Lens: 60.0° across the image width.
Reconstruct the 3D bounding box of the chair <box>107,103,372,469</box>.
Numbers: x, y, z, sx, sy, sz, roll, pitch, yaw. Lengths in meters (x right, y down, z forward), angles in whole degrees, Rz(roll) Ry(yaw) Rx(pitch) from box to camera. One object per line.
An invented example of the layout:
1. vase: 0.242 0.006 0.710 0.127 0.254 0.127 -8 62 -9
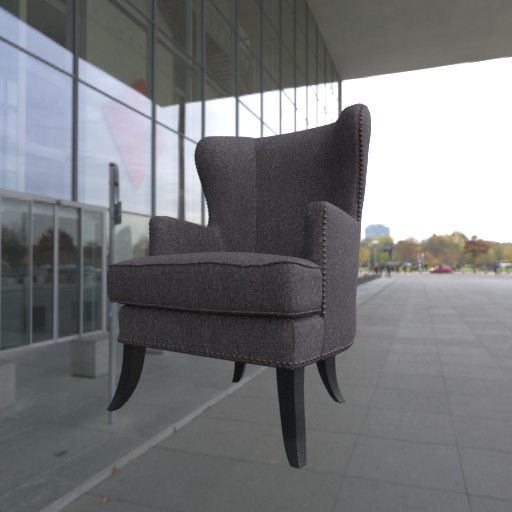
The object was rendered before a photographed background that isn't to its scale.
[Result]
1. chair: 0.000 0.000 1.595 0.759 1.060 0.758 -1 -1 35
